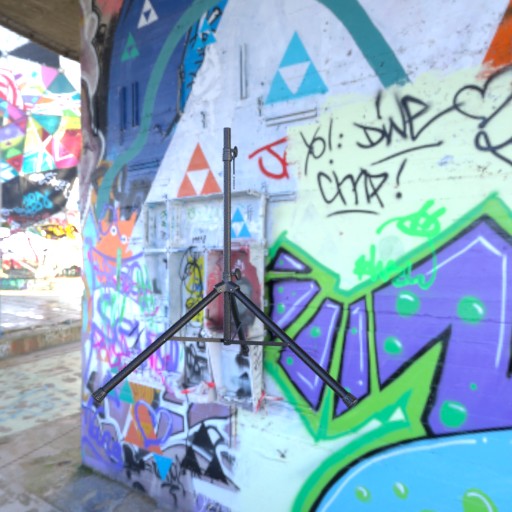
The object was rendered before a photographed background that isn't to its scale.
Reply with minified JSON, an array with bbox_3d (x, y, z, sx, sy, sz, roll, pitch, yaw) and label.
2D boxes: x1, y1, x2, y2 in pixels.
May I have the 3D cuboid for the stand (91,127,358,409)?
[{"bbox_3d":[0.000,0.000,1.892,0.907,1.136,1.045,0,0,35],"label":"stand"}]
